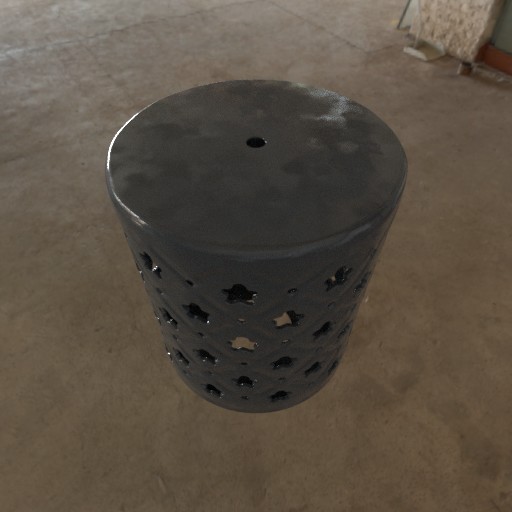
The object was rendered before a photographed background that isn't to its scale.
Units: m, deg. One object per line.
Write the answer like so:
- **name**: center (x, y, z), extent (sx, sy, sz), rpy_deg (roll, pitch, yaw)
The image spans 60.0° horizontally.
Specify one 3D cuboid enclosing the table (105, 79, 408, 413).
- **table**: center (0.000, 0.000, 0.657), extent (0.352, 0.387, 0.352), rpy_deg (0, 47, 0)
